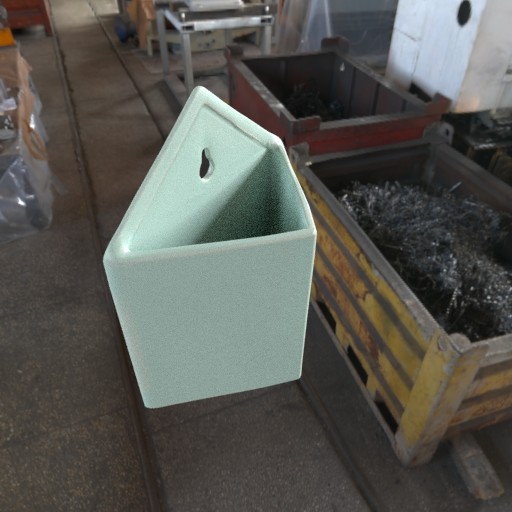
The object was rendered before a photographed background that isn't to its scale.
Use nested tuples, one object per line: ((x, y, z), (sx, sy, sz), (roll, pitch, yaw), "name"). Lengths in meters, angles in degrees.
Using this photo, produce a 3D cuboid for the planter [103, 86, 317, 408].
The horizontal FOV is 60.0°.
((0.000, 0.000, 0.280), (0.079, 0.197, 0.164), (24, 46, 26), "planter")
